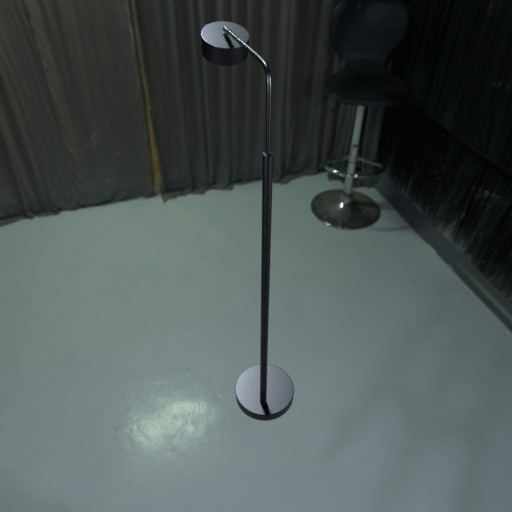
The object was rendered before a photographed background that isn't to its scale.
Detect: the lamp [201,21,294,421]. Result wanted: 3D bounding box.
[{"bbox_3d":[0.000,0.000,1.361,0.219,1.230,0.418,-13,42,-14],"label":"lamp"}]
